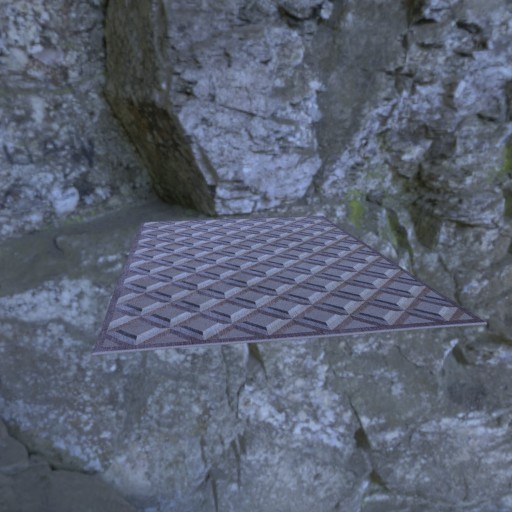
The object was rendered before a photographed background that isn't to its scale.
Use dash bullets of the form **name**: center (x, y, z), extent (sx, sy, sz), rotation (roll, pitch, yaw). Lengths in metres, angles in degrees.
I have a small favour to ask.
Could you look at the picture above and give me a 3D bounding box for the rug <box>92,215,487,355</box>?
- **rug**: center (0.000, 0.000, 2.806), extent (1.600, 0.013, 2.260), rotation (-3, 17, -9)
